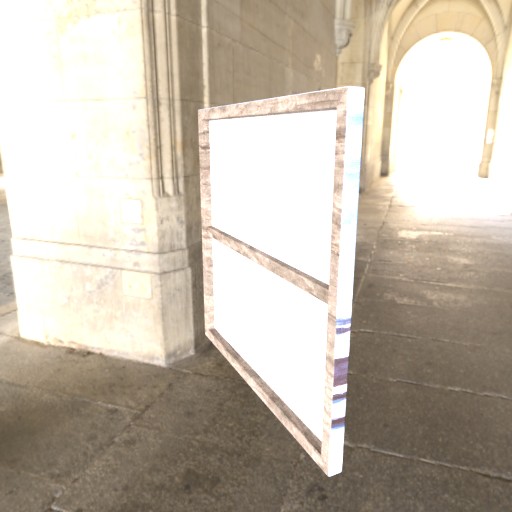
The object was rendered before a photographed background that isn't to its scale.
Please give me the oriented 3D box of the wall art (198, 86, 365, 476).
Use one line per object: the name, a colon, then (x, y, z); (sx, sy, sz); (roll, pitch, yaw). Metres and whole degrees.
wall art: (0.000, 0.000, 1.134); (0.035, 0.747, 0.747); (-7, 17, -25)
